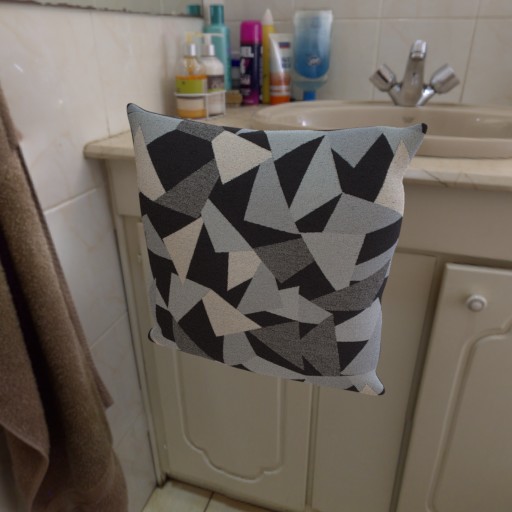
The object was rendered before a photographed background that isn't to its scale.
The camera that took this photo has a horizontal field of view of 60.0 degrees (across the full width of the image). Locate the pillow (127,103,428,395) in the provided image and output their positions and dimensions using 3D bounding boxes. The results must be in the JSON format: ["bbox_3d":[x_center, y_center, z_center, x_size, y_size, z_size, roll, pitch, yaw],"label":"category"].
[{"bbox_3d":[0.000,0.000,0.786,0.503,0.496,0.208,9,27,18],"label":"pillow"}]
